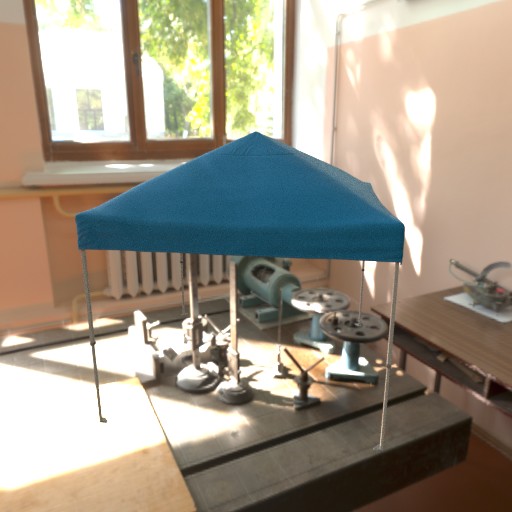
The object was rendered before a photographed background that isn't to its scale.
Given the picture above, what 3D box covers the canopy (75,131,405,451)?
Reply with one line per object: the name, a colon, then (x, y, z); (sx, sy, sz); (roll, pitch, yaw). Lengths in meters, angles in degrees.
canopy: (0.000, 0.000, 5.527); (2.996, 2.997, 2.998); (2, 16, 8)
